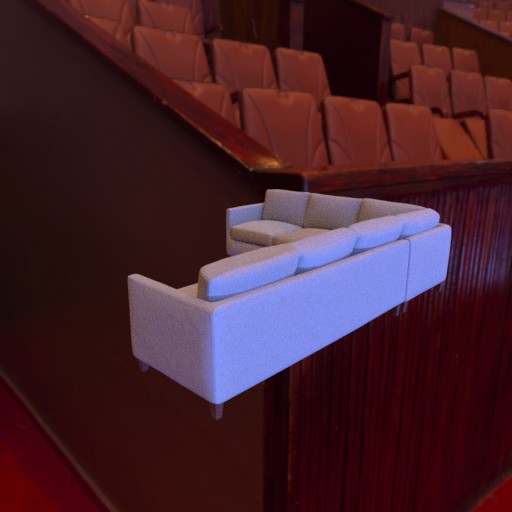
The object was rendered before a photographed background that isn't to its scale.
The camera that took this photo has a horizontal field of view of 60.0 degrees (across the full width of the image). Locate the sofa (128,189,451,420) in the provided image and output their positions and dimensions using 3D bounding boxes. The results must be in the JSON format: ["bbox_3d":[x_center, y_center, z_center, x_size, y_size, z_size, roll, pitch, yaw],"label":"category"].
[{"bbox_3d":[0.000,0.000,4.433,2.592,0.947,3.301,14,21,43],"label":"sofa"}]
